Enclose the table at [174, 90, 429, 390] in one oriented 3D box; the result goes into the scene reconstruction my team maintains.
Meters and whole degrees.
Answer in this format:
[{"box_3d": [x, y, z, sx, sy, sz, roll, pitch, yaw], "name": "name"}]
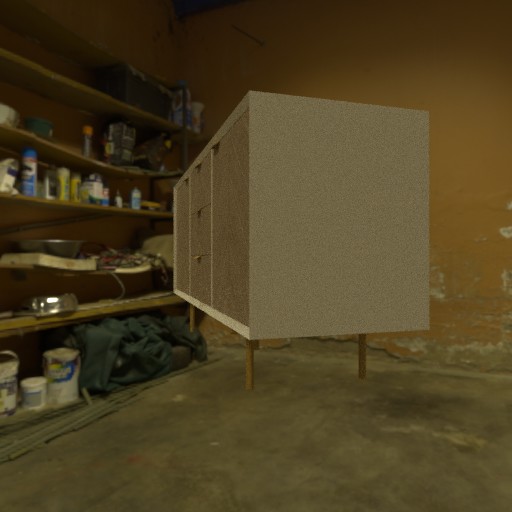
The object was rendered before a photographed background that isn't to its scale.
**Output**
[{"box_3d": [0.000, 0.000, 1.829, 0.508, 0.769, 1.500, 0, 0, -17], "name": "table"}]
